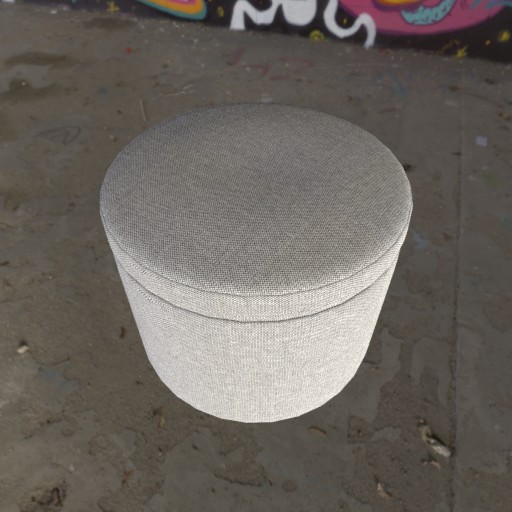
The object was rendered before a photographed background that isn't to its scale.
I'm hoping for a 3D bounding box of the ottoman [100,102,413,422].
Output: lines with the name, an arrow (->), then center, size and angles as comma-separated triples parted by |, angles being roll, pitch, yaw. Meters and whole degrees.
ottoman -> 0.000, 0.000, 0.856 | 0.500, 0.419, 0.500 | 0, 47, 0
